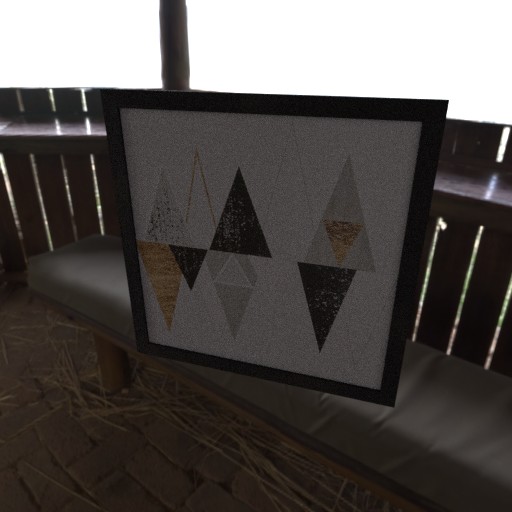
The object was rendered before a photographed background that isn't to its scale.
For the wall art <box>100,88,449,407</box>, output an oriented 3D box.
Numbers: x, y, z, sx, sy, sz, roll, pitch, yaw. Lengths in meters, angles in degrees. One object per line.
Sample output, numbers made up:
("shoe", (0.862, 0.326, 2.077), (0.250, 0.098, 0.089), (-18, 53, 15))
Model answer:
("wall art", (0.000, 0.000, 1.190), (0.823, 0.823, 0.013), (8, 27, 16))
